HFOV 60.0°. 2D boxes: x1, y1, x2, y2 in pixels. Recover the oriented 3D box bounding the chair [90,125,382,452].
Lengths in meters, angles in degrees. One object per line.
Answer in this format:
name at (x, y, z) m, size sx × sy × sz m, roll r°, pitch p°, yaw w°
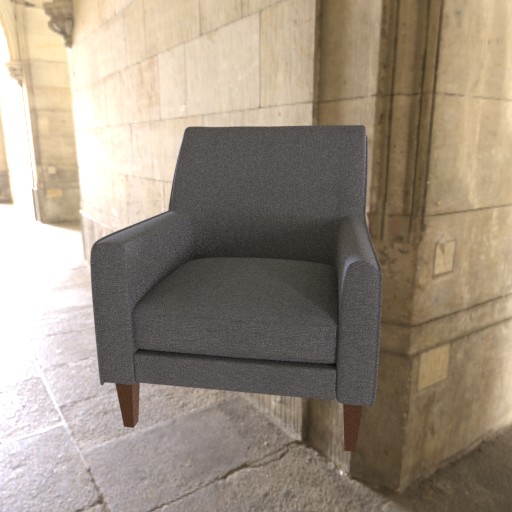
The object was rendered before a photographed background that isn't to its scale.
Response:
chair at (0.000, 0.000, 1.571) m, size 0.780 × 0.919 × 0.899 m, roll 2°, pitch 14°, yaw 9°
